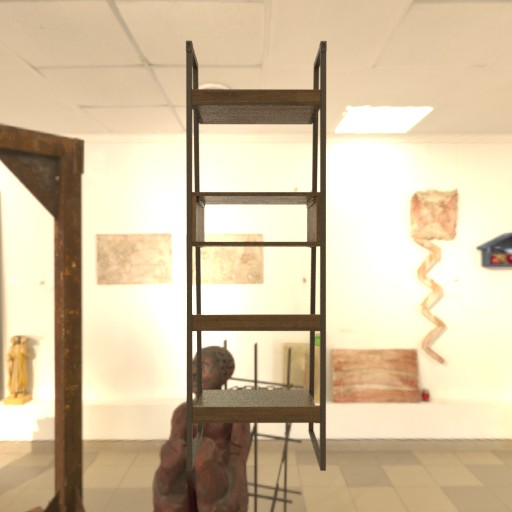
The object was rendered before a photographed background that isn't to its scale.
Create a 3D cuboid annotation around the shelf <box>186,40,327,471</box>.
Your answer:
[{"bbox_3d":[0.000,0.000,2.286,0.652,2.005,0.454,0,0,0],"label":"shelf"}]
